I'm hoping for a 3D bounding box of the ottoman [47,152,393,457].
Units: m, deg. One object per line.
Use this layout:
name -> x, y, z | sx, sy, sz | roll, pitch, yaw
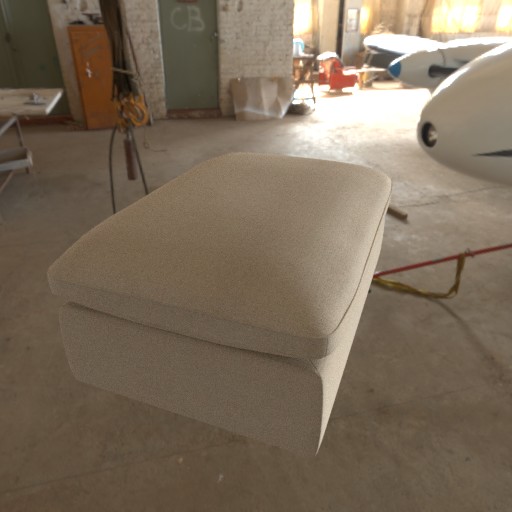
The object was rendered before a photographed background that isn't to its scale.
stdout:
ottoman -> 0.000, 0.000, 1.339 | 0.686, 0.453, 0.984 | 11, 30, 19
